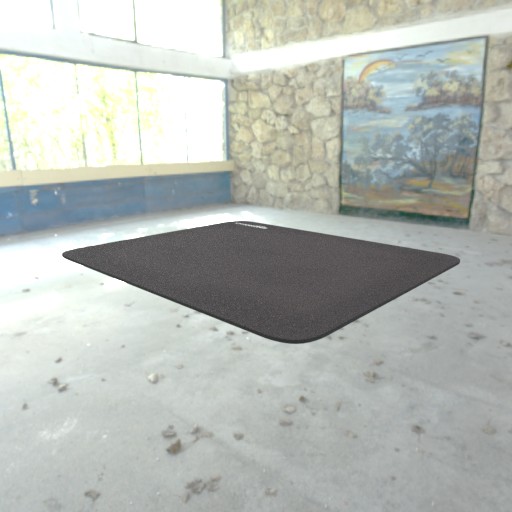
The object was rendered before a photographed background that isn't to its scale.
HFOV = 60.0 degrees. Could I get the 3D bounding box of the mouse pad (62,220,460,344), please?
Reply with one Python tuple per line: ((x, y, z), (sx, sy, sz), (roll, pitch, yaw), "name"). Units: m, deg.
((0.000, 0.000, 0.349), (0.249, 0.002, 0.211), (13, 20, 41), "mouse pad")
